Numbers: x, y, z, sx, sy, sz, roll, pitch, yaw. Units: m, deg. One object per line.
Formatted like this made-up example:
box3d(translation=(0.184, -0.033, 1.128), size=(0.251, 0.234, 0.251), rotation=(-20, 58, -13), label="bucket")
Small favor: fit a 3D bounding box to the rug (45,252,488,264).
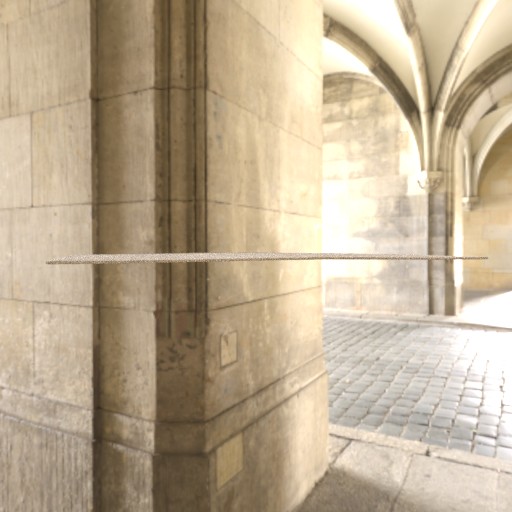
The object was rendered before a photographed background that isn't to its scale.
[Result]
box3d(translation=(0.000, 0.000, 2.274), size=(1.820, 0.022, 1.179), rotation=(0, 1, -18), label="rug")
